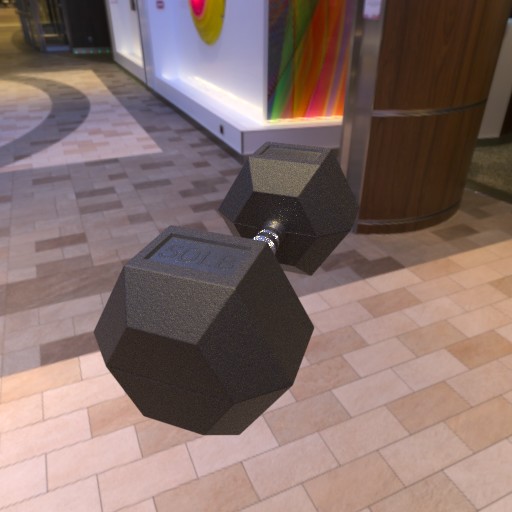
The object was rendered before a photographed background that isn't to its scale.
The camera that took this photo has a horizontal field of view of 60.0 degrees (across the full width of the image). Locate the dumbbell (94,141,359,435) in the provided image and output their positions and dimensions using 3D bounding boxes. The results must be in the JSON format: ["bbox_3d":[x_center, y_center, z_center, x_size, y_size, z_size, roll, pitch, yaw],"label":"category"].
[{"bbox_3d":[0.000,0.000,0.476,0.173,0.150,0.384,10,32,17],"label":"dumbbell"}]
